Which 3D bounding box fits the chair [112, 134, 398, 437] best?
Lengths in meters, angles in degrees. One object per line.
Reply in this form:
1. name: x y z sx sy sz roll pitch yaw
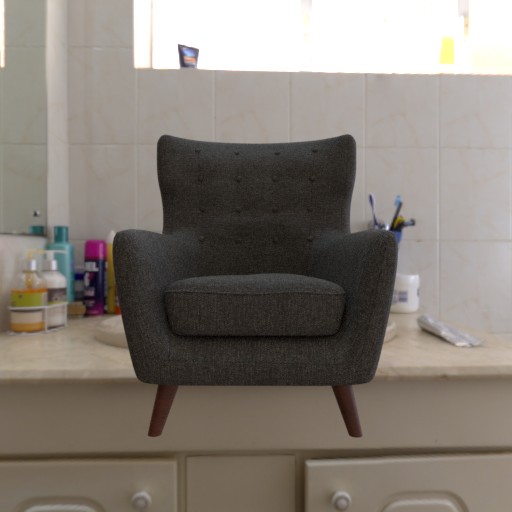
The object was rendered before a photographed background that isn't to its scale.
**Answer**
1. chair: 0.000 0.000 1.708 0.878 1.063 0.904 0 0 0
